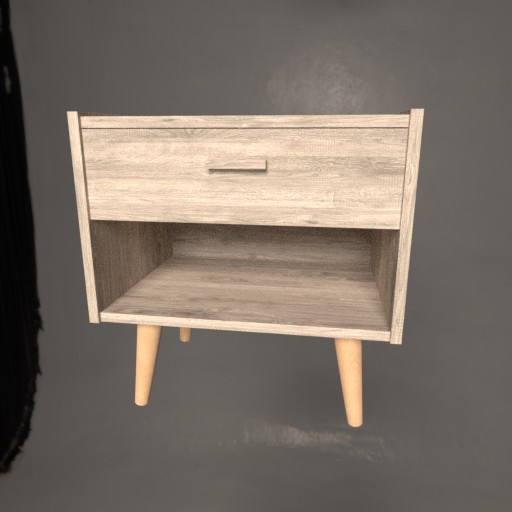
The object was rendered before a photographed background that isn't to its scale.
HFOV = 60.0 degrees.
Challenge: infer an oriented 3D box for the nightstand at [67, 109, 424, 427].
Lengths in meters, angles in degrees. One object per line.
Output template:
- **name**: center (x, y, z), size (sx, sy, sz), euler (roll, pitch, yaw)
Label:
- **nightstand**: center (0.000, 0.000, 0.826), size (0.480, 0.500, 0.380), euler (2, 16, 9)
